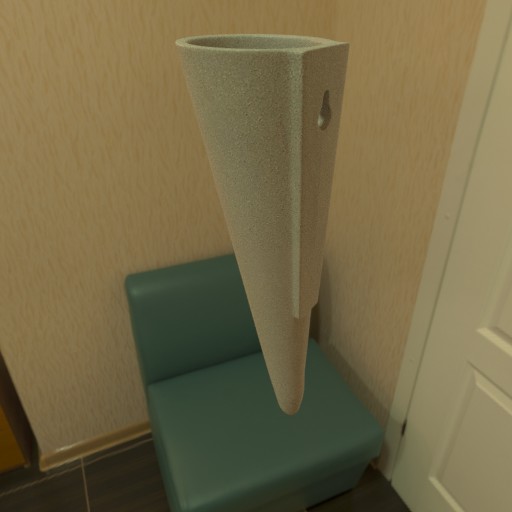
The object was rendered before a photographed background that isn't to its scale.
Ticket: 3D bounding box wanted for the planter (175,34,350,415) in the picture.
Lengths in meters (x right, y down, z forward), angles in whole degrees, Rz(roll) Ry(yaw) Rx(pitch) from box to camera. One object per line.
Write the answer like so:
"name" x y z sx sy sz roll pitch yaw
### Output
"planter" 0.000 0.000 0.218 0.064 0.191 0.057 21 37 30
